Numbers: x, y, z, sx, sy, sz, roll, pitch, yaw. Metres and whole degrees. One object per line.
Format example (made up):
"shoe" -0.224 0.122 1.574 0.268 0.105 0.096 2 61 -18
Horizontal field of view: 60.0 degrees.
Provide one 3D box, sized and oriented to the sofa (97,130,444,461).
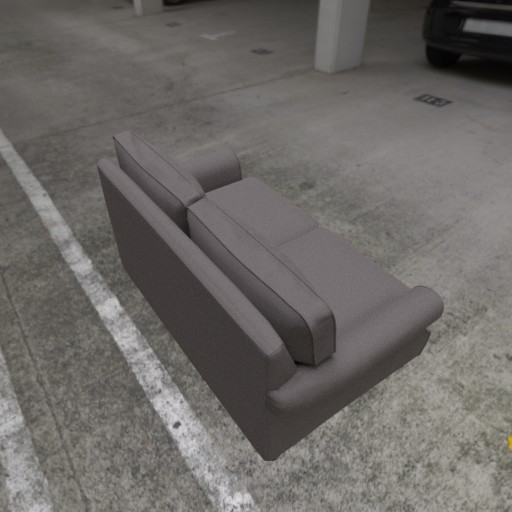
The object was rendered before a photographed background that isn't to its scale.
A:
"sofa" 0.000 0.000 2.209 0.964 0.937 1.665 -25 47 -26
